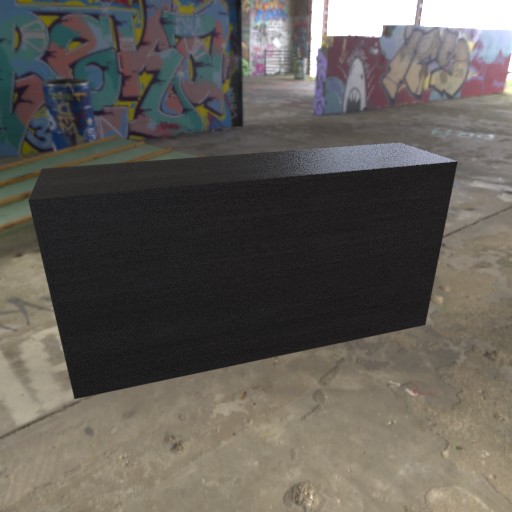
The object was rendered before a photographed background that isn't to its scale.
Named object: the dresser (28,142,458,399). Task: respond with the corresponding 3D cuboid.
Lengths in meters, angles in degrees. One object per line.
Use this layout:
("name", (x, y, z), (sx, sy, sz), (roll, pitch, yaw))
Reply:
("dresser", (0.000, 0.000, 1.915), (1.590, 0.795, 0.400), (-8, 27, -16))
